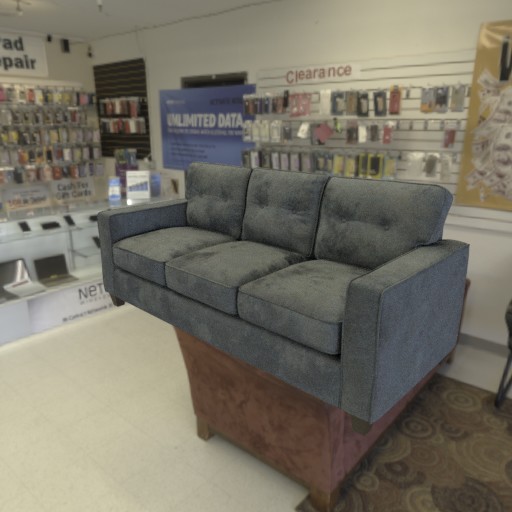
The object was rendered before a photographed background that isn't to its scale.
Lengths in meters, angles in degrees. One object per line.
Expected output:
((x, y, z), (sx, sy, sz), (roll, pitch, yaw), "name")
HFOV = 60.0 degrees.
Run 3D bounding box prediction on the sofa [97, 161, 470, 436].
((0.000, 0.000, 2.644), (2.133, 0.965, 0.939), (15, 23, 41), "sofa")
